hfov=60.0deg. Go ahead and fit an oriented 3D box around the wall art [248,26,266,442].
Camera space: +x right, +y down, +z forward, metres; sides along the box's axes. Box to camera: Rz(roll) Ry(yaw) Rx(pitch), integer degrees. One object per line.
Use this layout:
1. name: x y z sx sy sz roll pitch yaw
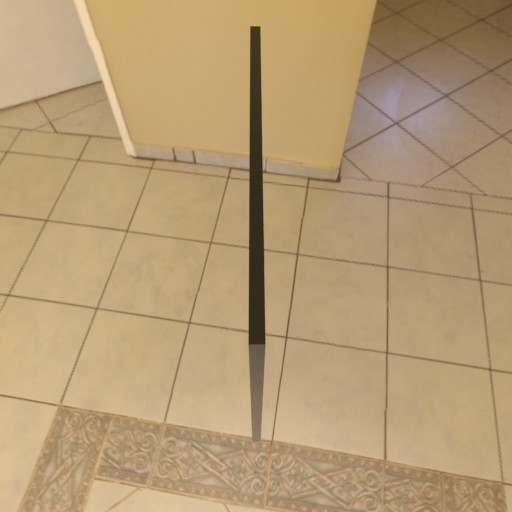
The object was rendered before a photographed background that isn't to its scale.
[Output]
1. wall art: 0.000 0.000 0.662 0.014 0.445 0.446 0 58 0
